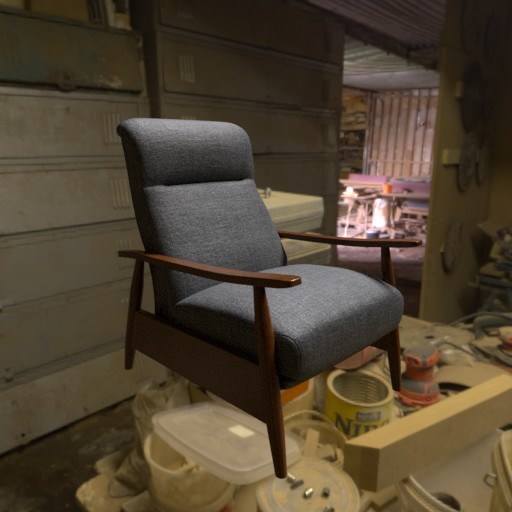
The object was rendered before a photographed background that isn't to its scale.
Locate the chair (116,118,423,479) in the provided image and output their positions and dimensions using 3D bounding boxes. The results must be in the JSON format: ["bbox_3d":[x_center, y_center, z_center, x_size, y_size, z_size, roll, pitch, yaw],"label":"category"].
[{"bbox_3d":[0.000,0.000,1.782,0.762,1.082,1.030,-13,19,-43],"label":"chair"}]
